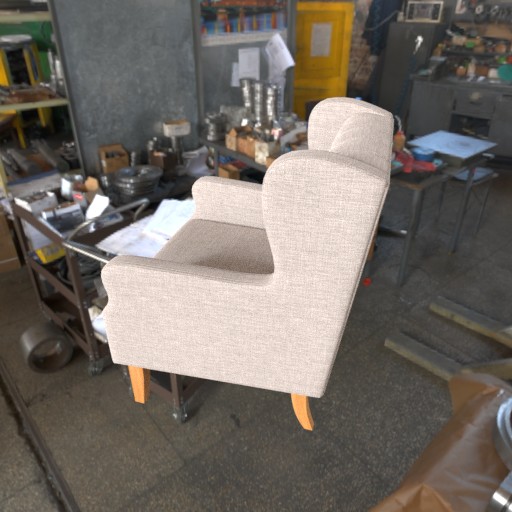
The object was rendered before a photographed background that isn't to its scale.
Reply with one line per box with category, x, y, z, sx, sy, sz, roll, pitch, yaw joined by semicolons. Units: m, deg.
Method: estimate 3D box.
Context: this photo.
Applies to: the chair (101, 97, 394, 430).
chair;0.000;0.000;1.489;0.760;0.930;0.710;8;32;14
